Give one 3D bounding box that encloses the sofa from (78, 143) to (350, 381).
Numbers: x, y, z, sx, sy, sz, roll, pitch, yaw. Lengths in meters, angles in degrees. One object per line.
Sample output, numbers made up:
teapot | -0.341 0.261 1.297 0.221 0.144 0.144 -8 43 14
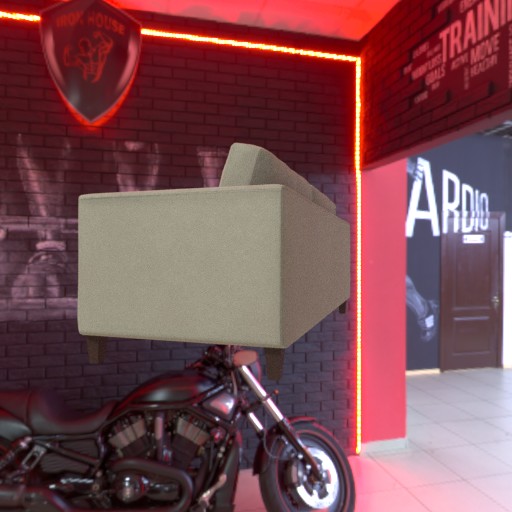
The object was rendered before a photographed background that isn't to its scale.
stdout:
sofa | 0.000 0.000 2.774 0.948 0.932 2.181 0 0 18
